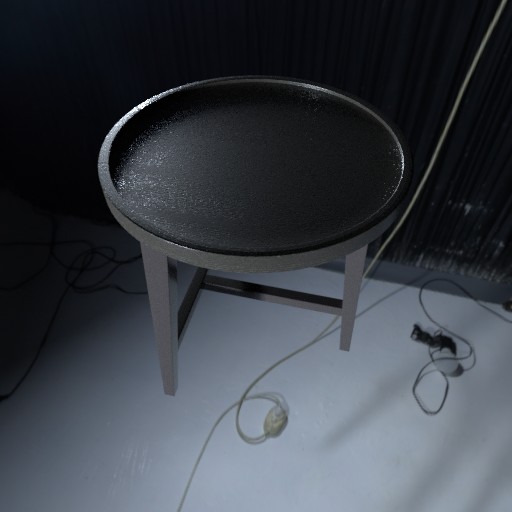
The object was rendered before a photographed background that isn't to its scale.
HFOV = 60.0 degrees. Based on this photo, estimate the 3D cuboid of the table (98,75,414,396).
[{"bbox_3d":[0.000,0.000,0.914,0.500,0.531,0.500,0,47,0],"label":"table"}]
